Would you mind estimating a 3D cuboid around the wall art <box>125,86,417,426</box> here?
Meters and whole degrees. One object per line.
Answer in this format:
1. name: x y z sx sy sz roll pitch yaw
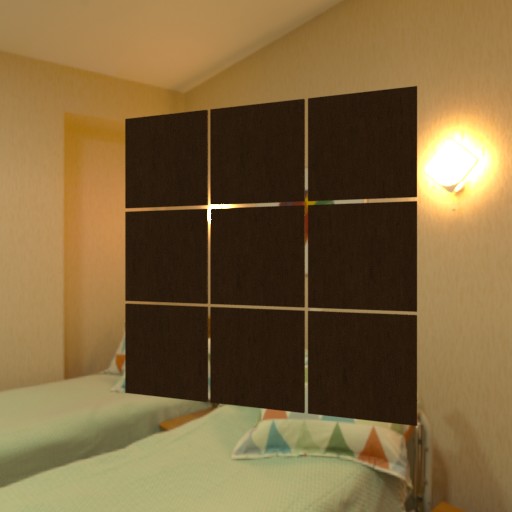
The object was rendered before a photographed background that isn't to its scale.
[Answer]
1. wall art: 0.000 0.000 1.777 1.215 1.213 0.013 0 0 18
